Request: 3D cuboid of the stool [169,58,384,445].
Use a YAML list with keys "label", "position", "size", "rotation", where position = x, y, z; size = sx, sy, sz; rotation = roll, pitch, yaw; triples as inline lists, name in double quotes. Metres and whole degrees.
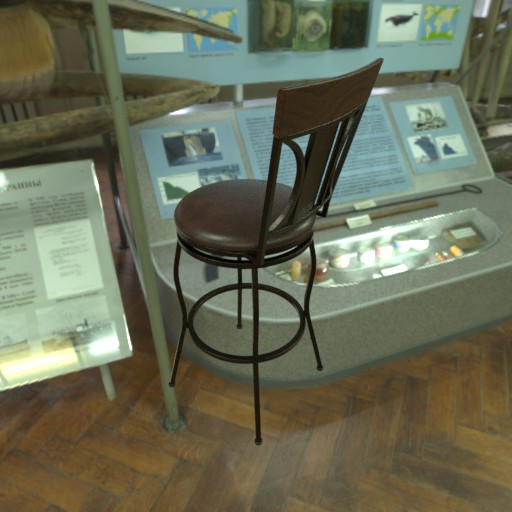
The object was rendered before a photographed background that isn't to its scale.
- label: "stool"
  position: [0.000, 0.000, 1.384]
  size: [0.513, 1.130, 0.448]
  rotation: [22, 38, 30]
